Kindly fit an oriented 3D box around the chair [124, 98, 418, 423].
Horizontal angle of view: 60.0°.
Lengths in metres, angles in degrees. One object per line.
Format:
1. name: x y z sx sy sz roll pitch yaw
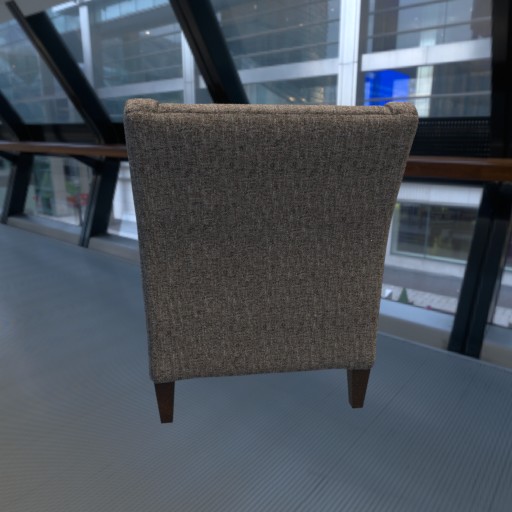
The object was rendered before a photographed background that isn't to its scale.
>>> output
1. chair: 0.000 0.000 1.624 0.774 1.014 0.870 -2 14 -7
